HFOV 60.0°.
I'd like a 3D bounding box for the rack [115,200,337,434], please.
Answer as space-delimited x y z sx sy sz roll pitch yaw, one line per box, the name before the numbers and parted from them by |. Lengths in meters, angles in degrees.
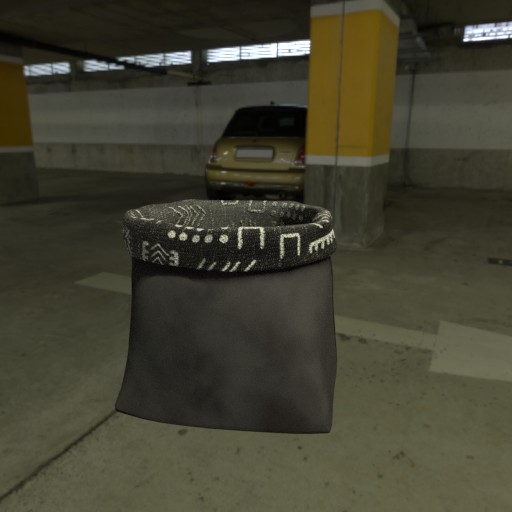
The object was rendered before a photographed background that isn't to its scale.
rack | 0.000 0.000 1.072 0.379 0.323 0.905 2 16 8
